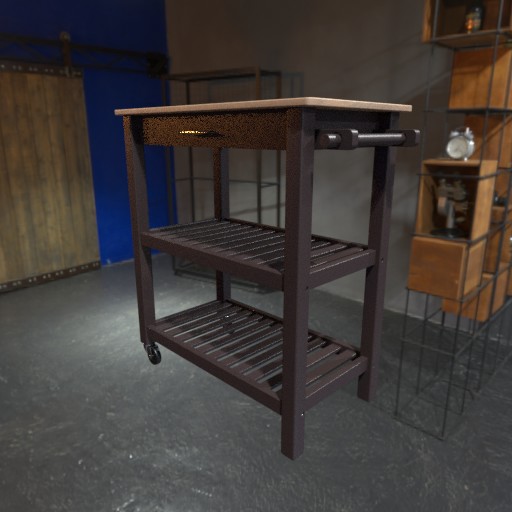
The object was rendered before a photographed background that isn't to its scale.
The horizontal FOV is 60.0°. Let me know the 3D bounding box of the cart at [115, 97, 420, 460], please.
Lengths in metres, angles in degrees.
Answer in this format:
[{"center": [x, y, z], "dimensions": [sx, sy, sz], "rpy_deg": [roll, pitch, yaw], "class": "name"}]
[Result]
[{"center": [0.000, 0.000, 1.460], "dimensions": [0.457, 0.927, 0.899], "rpy_deg": [-15, 22, -43], "class": "cart"}]
